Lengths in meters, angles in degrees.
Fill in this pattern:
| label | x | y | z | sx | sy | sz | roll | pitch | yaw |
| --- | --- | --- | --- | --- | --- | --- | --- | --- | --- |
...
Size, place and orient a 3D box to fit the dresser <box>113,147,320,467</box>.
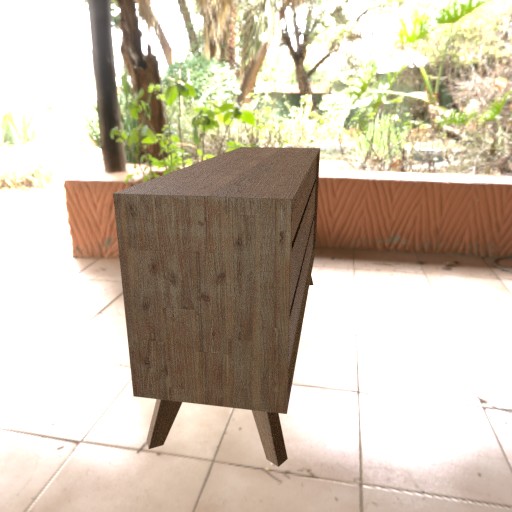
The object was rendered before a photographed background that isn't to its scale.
| label | x | y | z | sx | sy | sz | roll | pitch | yaw |
| --- | --- | --- | --- | --- | --- | --- | --- | --- | --- |
| dresser | 0.000 | 0.000 | 1.930 | 0.455 | 0.805 | 1.554 | 3 | 18 | 10 |
